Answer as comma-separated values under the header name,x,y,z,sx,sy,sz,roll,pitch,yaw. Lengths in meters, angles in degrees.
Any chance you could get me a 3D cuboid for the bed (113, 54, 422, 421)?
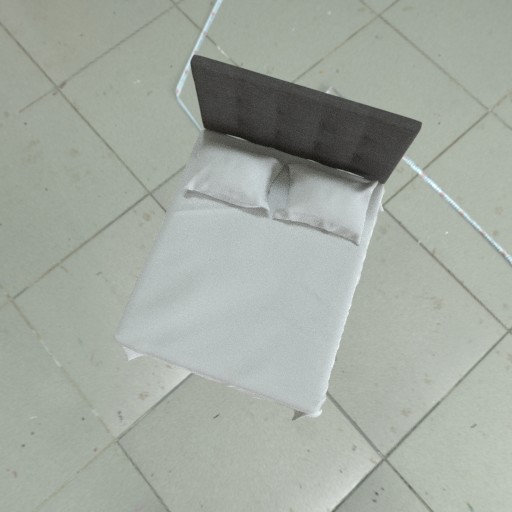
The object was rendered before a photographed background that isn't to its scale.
name,x,y,z,sx,sy,sz,roll,pitch,yaw
bed,0.000,0.000,3.479,1.936,1.577,2.222,19,76,5
